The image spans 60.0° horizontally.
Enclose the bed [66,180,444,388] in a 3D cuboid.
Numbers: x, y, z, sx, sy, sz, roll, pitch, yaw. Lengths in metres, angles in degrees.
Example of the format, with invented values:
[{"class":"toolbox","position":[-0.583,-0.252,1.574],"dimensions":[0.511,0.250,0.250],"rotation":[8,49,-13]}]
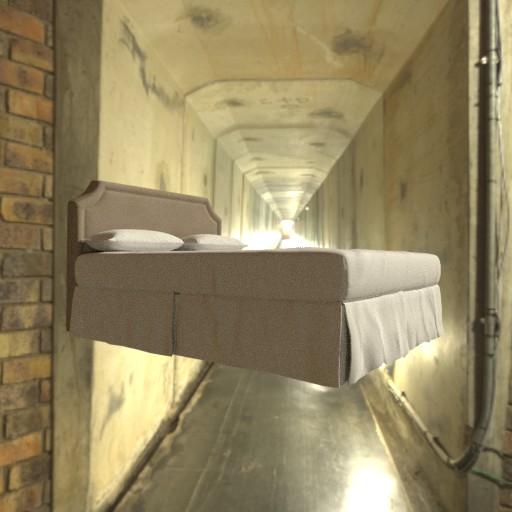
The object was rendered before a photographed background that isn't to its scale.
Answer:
[{"class":"bed","position":[0.000,0.000,3.586],"dimensions":[2.498,1.293,1.977],"rotation":[0,0,36]}]
